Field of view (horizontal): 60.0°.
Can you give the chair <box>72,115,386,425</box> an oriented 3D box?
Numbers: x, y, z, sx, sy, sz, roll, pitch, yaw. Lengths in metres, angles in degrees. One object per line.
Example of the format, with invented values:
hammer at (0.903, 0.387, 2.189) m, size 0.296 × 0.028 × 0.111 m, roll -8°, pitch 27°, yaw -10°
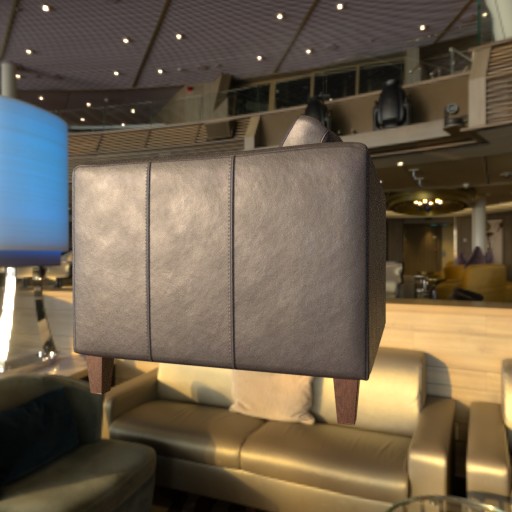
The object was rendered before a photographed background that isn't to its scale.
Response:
chair at (0.000, 0.000, 1.595) m, size 0.862 × 0.811 × 0.939 m, roll 0°, pitch 0°, yaw 19°
